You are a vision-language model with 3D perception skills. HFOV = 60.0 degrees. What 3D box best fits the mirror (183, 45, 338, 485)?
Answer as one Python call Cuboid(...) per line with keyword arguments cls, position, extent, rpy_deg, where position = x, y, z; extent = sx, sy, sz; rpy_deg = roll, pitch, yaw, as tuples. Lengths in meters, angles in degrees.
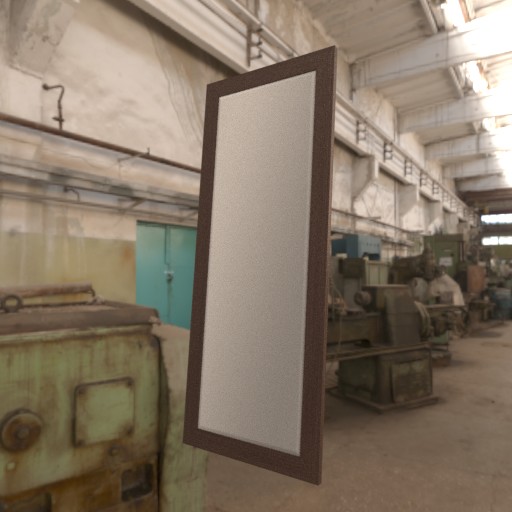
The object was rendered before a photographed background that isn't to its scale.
Cuboid(cls="mirror", position=(0.000, 0.000, 2.274), extent=(0.812, 2.020, 0.221), rpy_deg=(-1, -2, 35))
